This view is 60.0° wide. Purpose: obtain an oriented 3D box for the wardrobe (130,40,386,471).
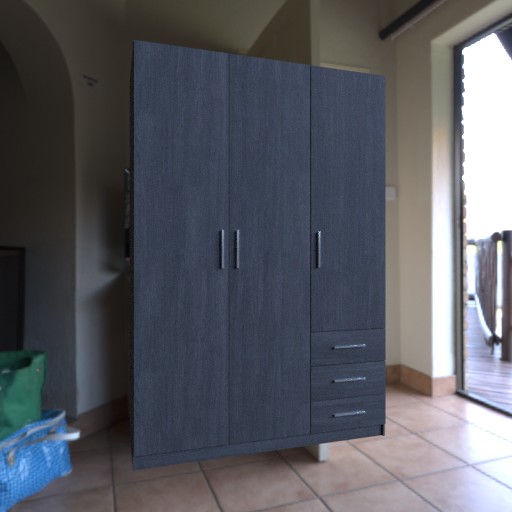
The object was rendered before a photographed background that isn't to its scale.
[{"bbox_3d":[0.000,0.000,2.381,1.290,1.910,0.510,0,0,-18],"label":"wardrobe"}]
